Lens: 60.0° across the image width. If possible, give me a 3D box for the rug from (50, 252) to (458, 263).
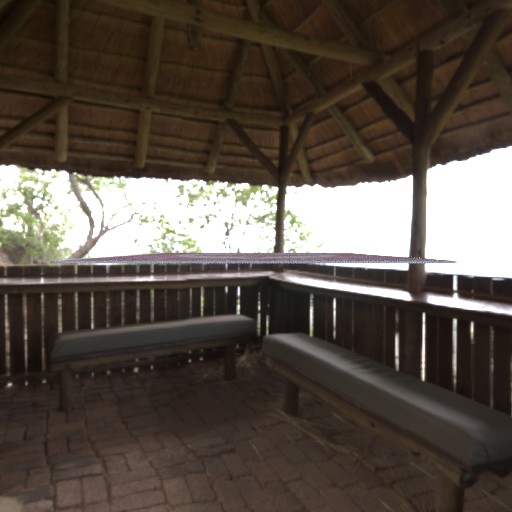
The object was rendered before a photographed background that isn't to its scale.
[{"bbox_3d":[0.000,0.000,4.200,2.447,0.017,3.123,0,1,1],"label":"rug"}]
